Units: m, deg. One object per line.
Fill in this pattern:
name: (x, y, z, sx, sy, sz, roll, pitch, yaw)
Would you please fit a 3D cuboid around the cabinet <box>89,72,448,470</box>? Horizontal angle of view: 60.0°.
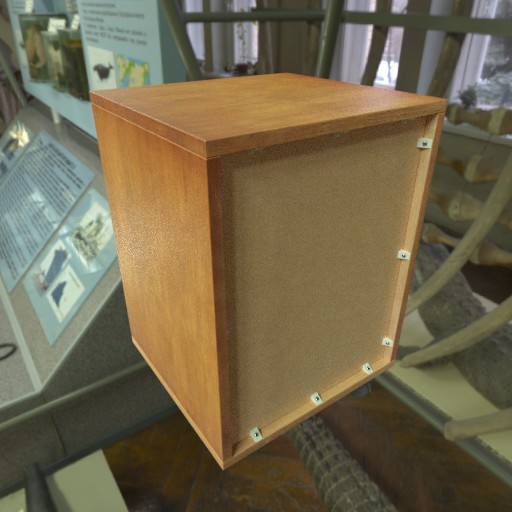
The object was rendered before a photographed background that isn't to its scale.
cabinet: (0.000, 0.000, 0.832, 0.409, 0.579, 0.401, -19, 34, -30)
